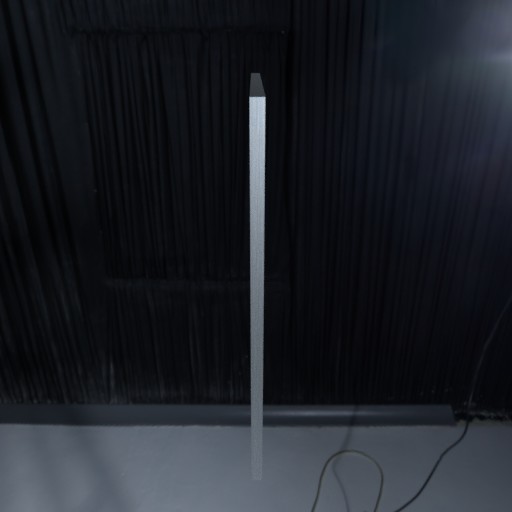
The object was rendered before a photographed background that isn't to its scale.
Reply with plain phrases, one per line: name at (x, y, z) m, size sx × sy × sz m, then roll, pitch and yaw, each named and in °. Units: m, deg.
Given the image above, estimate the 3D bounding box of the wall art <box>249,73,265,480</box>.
wall art at (0.000, 0.000, 1.425) m, size 0.030 × 1.046 × 0.816 m, roll 0°, pitch 25°, yaw 0°
